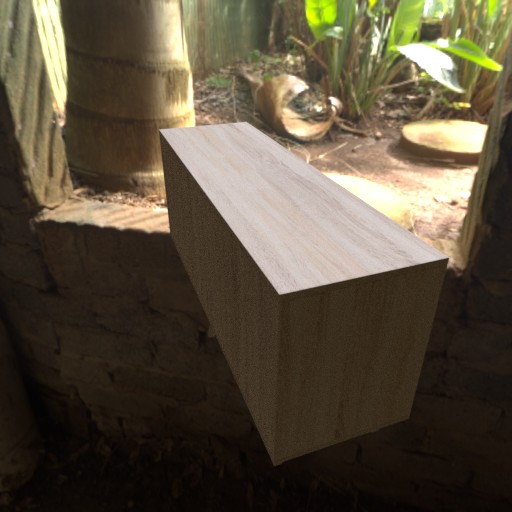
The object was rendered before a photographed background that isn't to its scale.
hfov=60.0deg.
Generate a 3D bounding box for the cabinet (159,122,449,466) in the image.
[{"bbox_3d":[0.000,0.000,1.985,0.500,0.780,1.650,-11,32,-18],"label":"cabinet"}]
